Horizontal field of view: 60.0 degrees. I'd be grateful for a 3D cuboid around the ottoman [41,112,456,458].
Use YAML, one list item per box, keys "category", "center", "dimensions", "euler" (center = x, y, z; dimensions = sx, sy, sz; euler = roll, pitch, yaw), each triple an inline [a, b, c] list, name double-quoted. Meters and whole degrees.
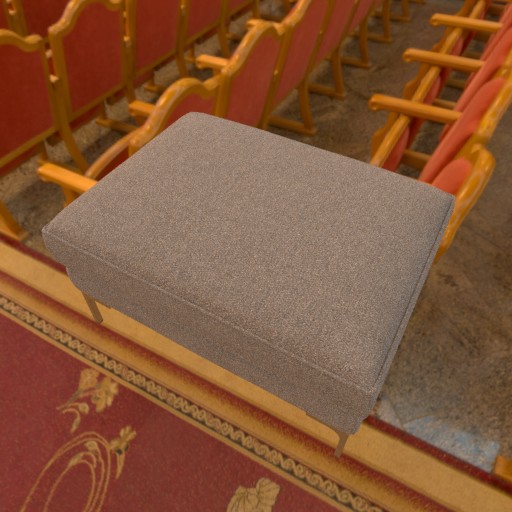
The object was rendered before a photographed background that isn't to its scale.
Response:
- category: "ottoman"
  center: [0.000, 0.000, 1.126]
  dimensions: [0.785, 0.464, 0.583]
  euler: [23, 52, 19]
